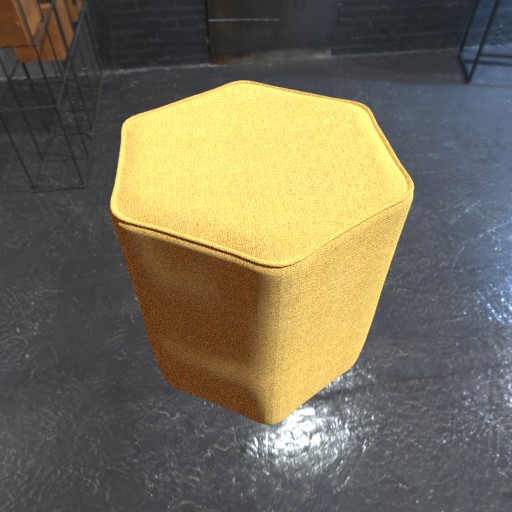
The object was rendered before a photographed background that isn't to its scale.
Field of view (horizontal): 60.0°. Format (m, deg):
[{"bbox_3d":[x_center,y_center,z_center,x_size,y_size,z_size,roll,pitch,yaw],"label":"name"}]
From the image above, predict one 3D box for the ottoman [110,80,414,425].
[{"bbox_3d":[0.000,0.000,0.870,0.443,0.502,0.494,-5,47,-5],"label":"ottoman"}]
